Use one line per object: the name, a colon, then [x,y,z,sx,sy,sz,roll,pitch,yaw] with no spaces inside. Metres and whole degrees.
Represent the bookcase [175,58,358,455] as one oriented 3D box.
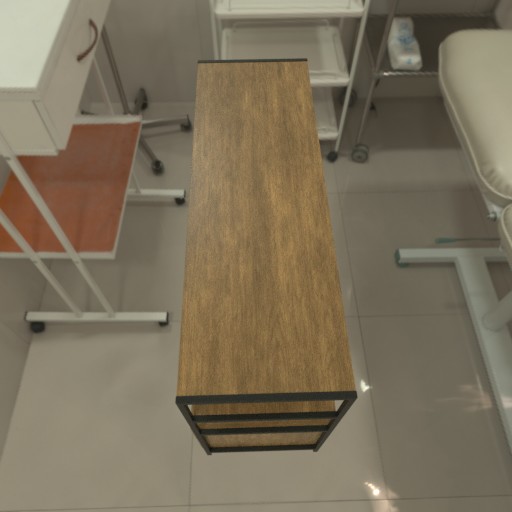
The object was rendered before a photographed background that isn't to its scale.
bookcase: [0.000,0.000,1.518,0.391,0.712,1.149,-1,58,-1]
